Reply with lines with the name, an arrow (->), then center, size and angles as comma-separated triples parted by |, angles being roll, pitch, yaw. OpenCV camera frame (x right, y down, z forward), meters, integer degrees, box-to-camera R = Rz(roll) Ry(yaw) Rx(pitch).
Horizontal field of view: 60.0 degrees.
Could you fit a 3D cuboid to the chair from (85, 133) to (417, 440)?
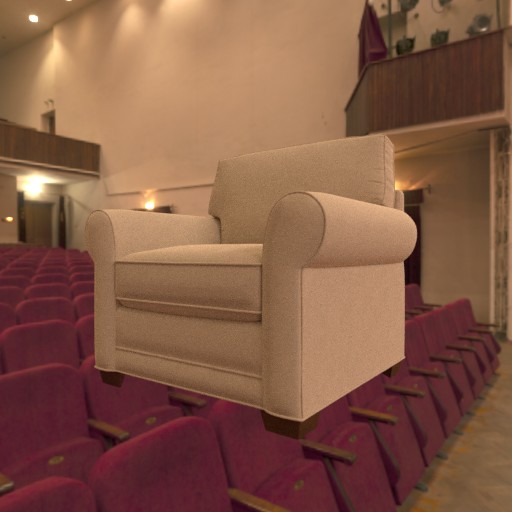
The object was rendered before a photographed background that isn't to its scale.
chair -> 0.000, 0.000, 1.728 | 1.040, 0.955, 0.863 | 1, 1, 36
